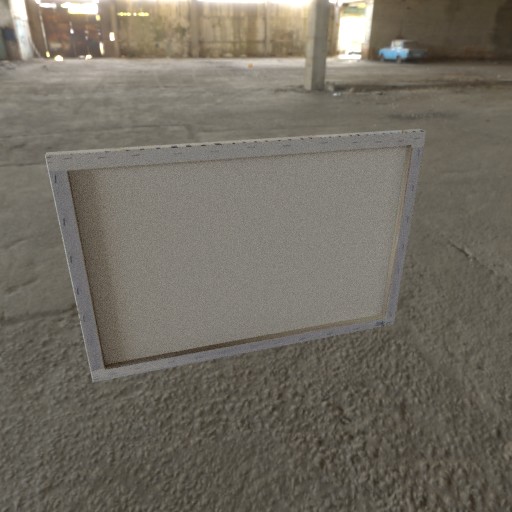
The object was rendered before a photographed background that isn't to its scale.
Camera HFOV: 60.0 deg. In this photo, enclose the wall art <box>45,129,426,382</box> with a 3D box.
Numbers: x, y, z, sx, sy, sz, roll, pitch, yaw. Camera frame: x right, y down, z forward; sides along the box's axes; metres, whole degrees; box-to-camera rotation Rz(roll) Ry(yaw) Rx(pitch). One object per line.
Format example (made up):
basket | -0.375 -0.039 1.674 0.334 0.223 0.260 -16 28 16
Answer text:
wall art | 0.000 0.000 1.470 1.143 0.757 0.038 -8 27 -15
